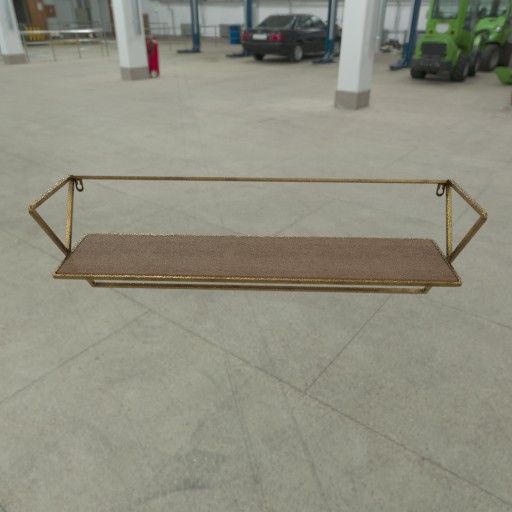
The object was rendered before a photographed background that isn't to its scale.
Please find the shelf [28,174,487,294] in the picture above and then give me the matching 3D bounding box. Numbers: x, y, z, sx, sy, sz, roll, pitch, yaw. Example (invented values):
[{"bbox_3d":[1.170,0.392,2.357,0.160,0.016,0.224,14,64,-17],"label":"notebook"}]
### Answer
[{"bbox_3d":[0.000,0.000,0.740,0.645,0.229,0.150,1,29,2],"label":"shelf"}]
